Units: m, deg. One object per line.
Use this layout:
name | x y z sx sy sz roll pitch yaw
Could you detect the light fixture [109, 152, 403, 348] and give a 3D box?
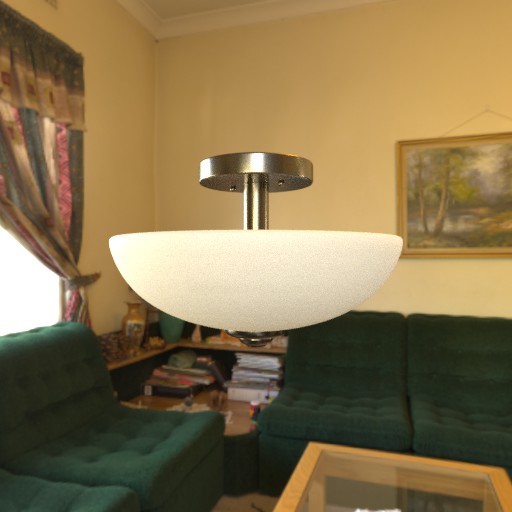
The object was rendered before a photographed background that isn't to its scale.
light fixture | 0.000 0.000 0.524 0.330 0.214 0.330 0 -1 0
